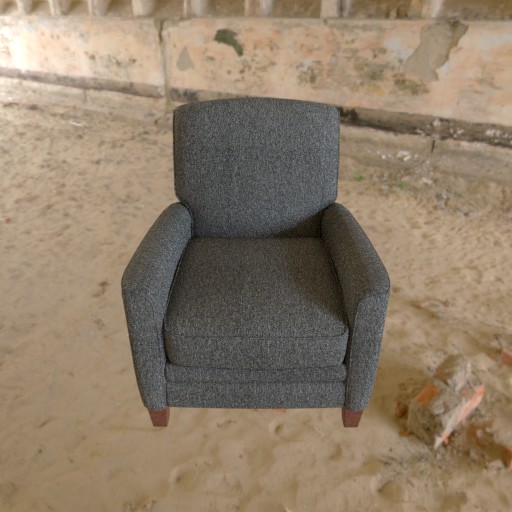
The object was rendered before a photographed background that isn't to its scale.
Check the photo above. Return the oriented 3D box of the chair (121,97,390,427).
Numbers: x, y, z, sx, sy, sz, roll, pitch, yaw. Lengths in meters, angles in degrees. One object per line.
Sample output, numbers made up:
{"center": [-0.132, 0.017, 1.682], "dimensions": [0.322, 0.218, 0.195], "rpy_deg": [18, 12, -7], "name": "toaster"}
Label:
{"center": [0.000, 0.000, 1.686], "dimensions": [0.848, 1.014, 0.864], "rpy_deg": [0, 30, 0], "name": "chair"}
